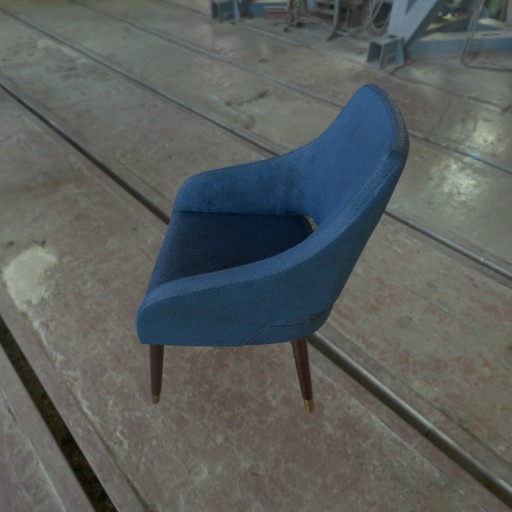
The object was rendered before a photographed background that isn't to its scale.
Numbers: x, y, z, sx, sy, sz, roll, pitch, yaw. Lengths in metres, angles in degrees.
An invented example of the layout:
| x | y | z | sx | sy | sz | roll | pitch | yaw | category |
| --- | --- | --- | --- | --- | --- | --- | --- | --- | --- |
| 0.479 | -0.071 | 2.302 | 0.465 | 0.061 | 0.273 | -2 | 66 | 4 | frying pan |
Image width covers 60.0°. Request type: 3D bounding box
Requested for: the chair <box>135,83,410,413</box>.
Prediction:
| x | y | z | sx | sy | sz | roll | pitch | yaw | category |
| --- | --- | --- | --- | --- | --- | --- | --- | --- | --- |
| 0.000 | 0.000 | 1.563 | 0.794 | 1.081 | 0.683 | 2 | 41 | 2 | chair |
